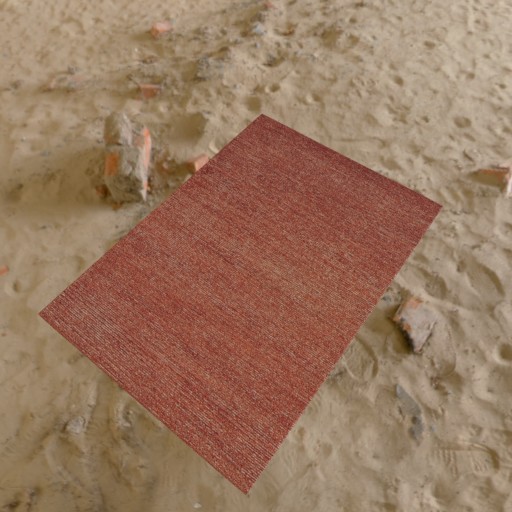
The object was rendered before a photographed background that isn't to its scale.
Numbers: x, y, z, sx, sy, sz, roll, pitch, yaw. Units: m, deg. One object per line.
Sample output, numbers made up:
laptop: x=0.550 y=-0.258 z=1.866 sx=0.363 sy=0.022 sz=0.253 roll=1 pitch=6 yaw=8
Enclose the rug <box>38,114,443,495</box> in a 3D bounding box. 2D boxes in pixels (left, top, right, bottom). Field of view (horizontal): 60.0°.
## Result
rug: x=0.000 y=0.000 z=5.086 sx=2.803 sy=0.025 sz=3.965 roll=33 pitch=63 yaw=19
